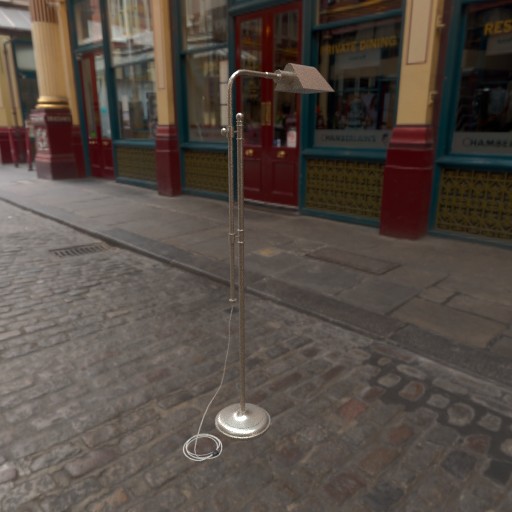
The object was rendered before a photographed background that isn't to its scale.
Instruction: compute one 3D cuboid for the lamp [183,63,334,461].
[{"bbox_3d":[0.000,0.000,1.905,0.256,1.571,0.813,15,21,43],"label":"lamp"}]
